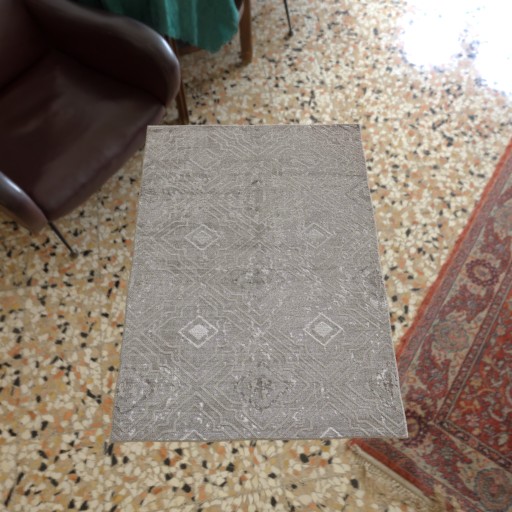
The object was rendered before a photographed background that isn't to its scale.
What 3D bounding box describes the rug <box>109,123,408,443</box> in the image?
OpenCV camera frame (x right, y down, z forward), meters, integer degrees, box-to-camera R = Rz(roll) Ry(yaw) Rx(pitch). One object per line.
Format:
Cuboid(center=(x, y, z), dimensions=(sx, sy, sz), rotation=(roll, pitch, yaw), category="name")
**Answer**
Cuboid(center=(0.000, 0.000, 4.345), dimensions=(2.448, 0.020, 3.359), rotation=(-1, 64, 0), category="rug")
